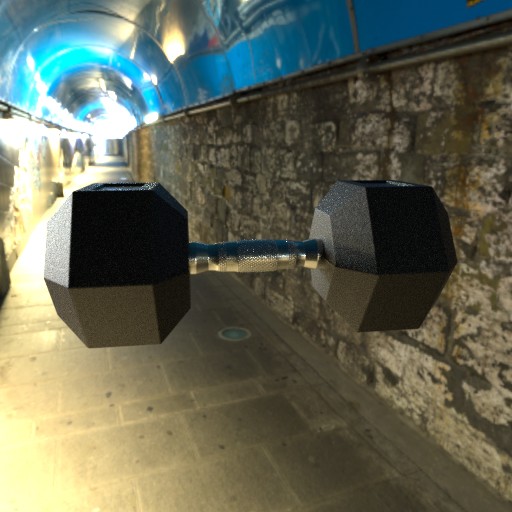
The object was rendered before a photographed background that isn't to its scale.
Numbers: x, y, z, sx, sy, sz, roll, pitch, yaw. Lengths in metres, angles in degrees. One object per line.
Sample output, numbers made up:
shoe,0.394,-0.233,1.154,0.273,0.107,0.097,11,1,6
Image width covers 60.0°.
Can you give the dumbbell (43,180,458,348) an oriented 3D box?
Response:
dumbbell,0.000,0.000,0.429,0.361,0.137,0.157,-2,14,-8
